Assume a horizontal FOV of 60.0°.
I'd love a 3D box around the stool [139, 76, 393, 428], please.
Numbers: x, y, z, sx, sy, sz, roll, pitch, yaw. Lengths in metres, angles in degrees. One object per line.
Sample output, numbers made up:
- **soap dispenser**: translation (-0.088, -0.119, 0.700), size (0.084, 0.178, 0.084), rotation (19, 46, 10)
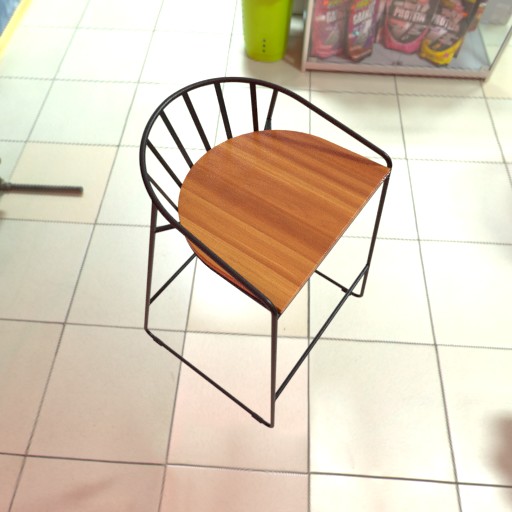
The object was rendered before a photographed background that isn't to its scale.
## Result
- **stool**: translation (0.000, 0.000, 1.175), size (0.521, 0.812, 0.546), rotation (32, 64, 18)
